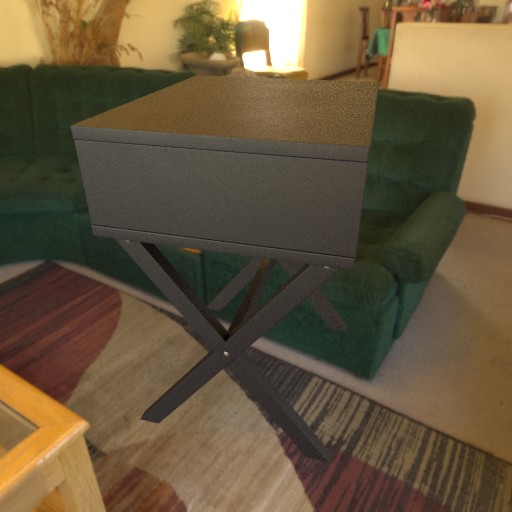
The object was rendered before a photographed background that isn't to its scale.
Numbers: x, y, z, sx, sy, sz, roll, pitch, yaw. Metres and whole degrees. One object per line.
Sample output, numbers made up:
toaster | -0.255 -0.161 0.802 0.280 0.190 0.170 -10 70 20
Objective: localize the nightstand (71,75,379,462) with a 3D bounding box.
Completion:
nightstand | 0.000 0.000 0.919 0.402 0.623 0.479 7 31 13
